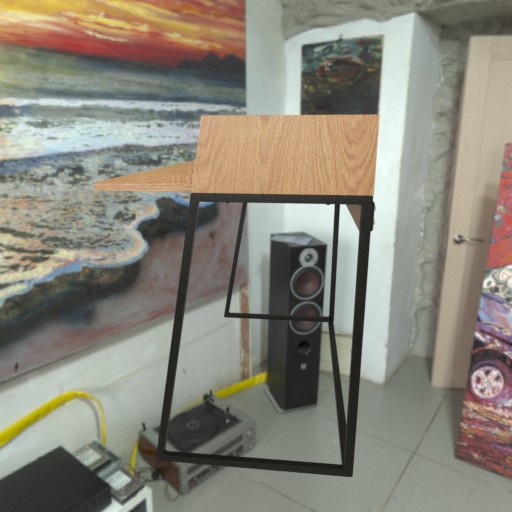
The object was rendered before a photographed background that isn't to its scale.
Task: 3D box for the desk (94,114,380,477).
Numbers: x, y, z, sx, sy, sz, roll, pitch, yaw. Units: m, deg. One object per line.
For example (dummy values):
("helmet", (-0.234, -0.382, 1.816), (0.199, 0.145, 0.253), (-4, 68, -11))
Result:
("desk", (0.000, 0.000, 1.830), (0.769, 1.061, 1.191), (2, 15, 7))
